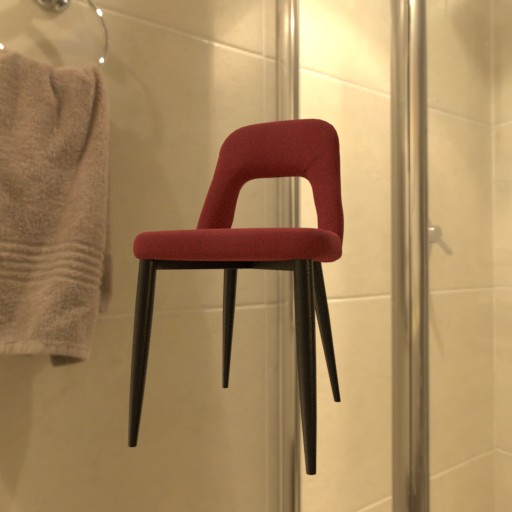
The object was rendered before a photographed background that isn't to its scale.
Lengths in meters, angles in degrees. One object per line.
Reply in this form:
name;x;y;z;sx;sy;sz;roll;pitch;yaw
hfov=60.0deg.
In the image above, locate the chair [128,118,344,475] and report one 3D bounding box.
chair;0.000;0.000;1.213;0.483;0.892;0.569;0;-1;19
